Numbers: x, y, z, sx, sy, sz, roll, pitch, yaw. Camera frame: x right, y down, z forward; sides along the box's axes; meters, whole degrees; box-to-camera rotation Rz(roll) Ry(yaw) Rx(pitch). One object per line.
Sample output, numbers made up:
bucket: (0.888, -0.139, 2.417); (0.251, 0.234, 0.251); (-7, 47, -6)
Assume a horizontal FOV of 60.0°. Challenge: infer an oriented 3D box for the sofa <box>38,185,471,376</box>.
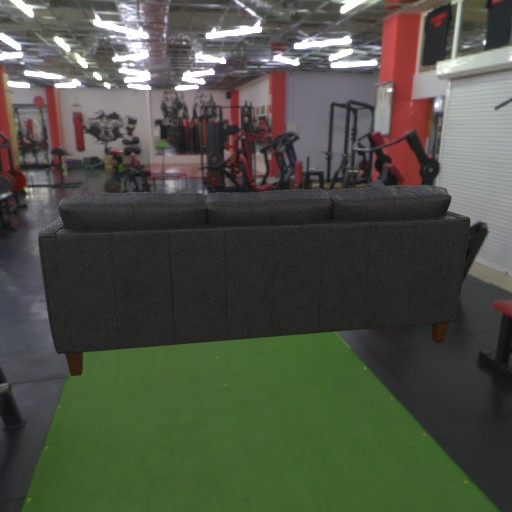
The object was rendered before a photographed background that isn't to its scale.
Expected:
sofa: (0.000, 0.000, 3.010); (2.464, 1.006, 1.045); (-3, 16, -10)
